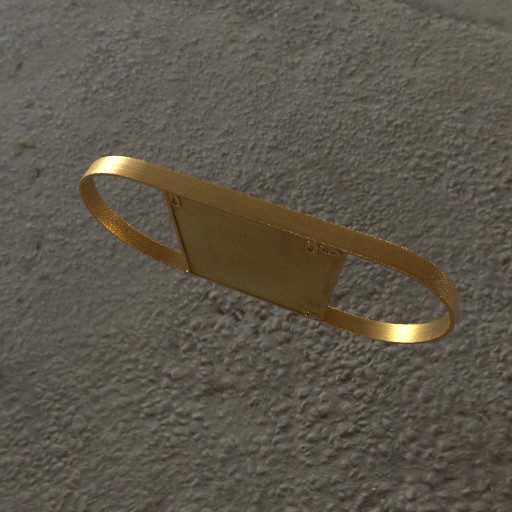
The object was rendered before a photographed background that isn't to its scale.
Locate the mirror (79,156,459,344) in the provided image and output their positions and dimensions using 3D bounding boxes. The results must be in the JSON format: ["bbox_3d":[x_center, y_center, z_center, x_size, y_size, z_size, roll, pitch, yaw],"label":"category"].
[{"bbox_3d":[0.000,0.000,0.669,0.584,0.254,0.032,20,64,10],"label":"mirror"}]
